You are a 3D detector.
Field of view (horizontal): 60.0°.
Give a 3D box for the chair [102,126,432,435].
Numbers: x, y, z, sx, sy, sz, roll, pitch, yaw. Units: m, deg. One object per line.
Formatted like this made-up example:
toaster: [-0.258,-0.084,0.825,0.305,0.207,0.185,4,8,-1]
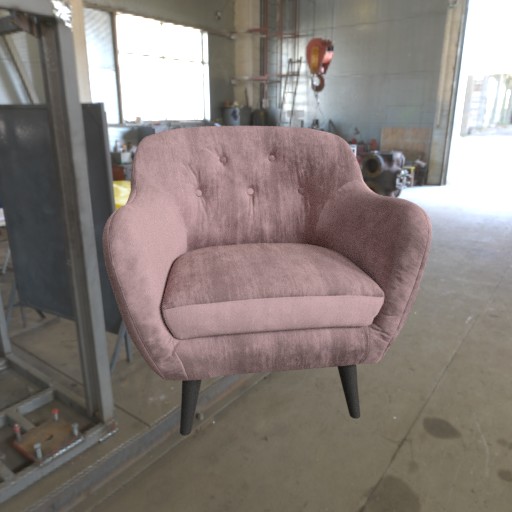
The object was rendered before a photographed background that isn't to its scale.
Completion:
chair: [0.000,0.000,1.483,0.840,0.820,0.820,-3,18,-8]
